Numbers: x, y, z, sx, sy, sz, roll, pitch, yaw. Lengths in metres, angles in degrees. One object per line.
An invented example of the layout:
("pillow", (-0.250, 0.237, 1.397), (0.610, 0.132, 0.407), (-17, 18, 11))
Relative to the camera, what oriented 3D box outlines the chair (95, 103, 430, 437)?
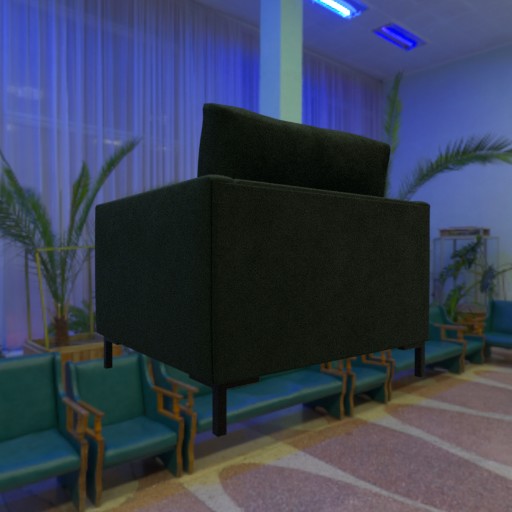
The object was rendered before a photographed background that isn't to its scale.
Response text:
("chair", (0.000, 0.000, 1.650), (0.963, 0.861, 0.866), (0, 0, -37))
